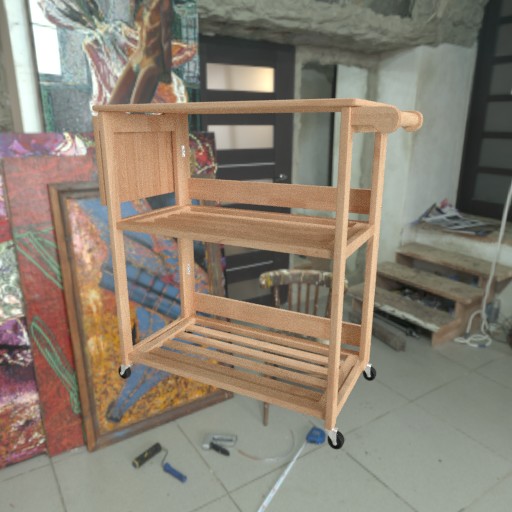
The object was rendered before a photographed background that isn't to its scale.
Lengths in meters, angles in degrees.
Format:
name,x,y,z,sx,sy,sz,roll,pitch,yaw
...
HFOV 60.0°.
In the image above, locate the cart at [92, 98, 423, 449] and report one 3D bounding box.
name,x,y,z,sx,sy,sz,roll,pitch,yaw
cart,0.000,0.000,1.364,0.853,0.879,0.432,8,18,26
